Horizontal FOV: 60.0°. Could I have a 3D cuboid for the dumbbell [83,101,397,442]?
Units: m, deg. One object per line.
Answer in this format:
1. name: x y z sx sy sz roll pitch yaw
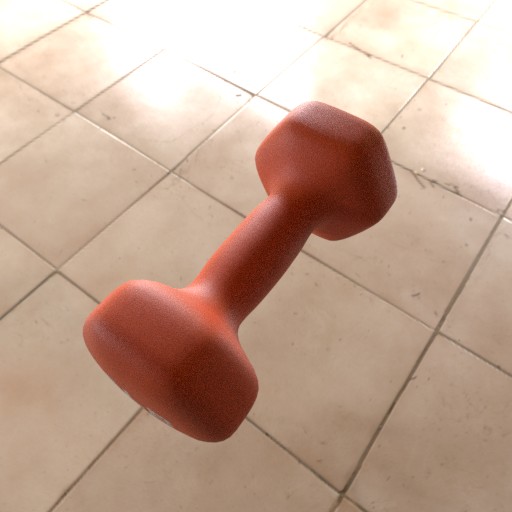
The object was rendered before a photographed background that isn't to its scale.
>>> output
1. dumbbell: 0.000 0.000 0.207 0.079 0.071 0.162 32 63 18
